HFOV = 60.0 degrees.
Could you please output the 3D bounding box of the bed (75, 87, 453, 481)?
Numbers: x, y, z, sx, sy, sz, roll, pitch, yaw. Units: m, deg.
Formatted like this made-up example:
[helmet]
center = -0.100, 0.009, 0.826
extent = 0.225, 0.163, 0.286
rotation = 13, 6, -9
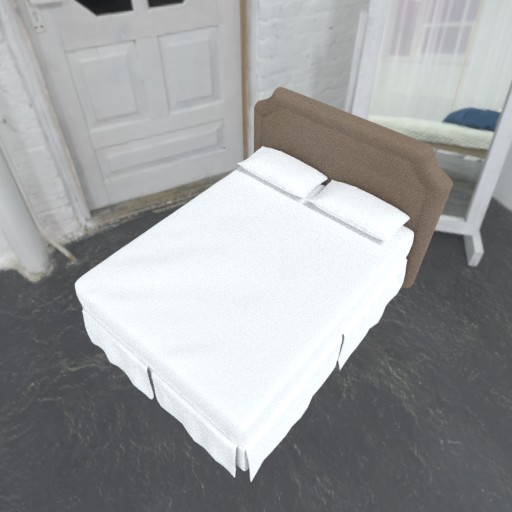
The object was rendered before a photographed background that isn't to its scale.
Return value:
[bed]
center = 0.000, 0.000, 3.093
extent = 1.693, 1.290, 2.116
rotation = 32, 55, 26
